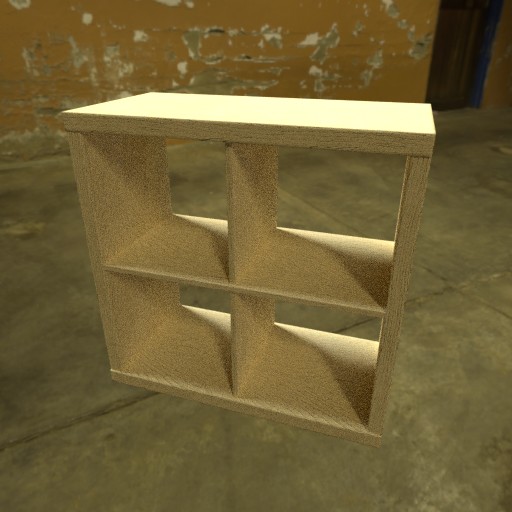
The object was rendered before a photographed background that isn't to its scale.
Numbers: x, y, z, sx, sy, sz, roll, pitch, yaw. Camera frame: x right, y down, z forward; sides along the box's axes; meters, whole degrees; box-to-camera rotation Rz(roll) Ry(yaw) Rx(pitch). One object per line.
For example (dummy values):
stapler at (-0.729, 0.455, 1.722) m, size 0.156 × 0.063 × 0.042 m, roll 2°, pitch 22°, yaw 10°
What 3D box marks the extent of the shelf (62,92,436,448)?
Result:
shelf at (0.000, 0.000, 1.227) m, size 0.790 × 0.786 × 0.390 m, roll 8°, pitch 28°, yaw 16°
